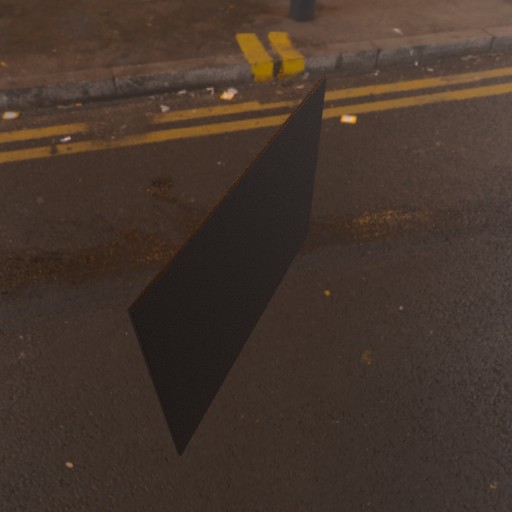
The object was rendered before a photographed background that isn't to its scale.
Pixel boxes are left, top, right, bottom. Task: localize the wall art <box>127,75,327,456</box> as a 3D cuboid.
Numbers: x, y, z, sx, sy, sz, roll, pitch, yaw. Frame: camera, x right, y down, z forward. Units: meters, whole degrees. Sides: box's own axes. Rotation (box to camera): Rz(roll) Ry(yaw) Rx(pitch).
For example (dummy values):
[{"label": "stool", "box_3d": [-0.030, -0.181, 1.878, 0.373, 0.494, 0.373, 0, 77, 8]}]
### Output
[{"label": "wall art", "box_3d": [0.000, 0.000, 1.560, 0.013, 0.811, 1.192, 19, 49, 17]}]
